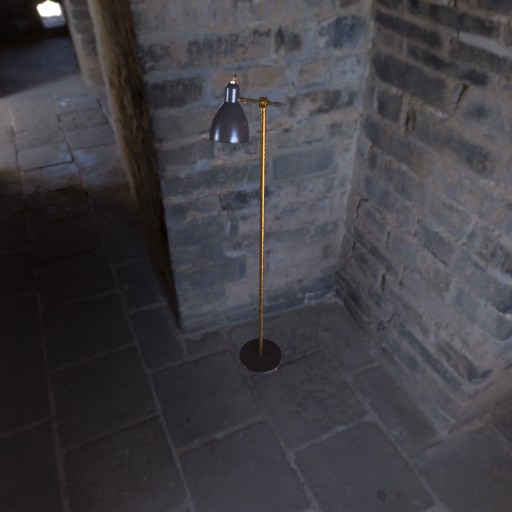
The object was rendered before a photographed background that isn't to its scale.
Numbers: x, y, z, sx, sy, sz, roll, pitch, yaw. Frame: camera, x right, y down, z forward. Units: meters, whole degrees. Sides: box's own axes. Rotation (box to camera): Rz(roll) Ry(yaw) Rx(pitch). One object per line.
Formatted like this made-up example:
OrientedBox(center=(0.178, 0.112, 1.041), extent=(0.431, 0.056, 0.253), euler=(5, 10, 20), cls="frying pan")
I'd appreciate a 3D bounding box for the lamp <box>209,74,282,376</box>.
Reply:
OrientedBox(center=(0.000, 0.000, 1.892), extent=(0.235, 1.628, 0.618), euler=(12, 42, 14), cls="lamp")
